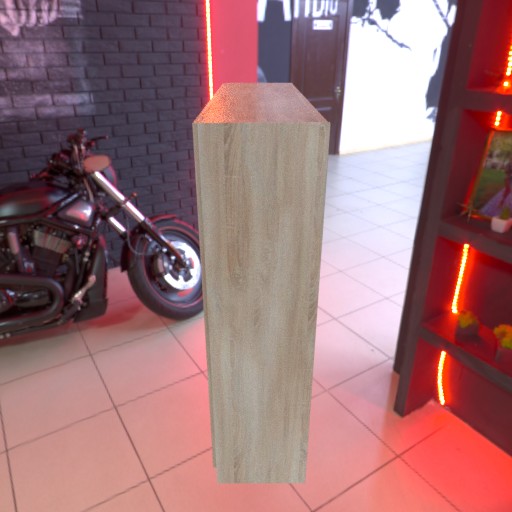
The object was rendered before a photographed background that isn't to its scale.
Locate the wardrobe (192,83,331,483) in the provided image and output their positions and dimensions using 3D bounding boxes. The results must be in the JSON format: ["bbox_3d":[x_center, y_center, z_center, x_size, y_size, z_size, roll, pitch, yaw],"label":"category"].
[{"bbox_3d":[0.000,0.000,3.167,0.598,2.159,1.998,0,26,0],"label":"wardrobe"}]
